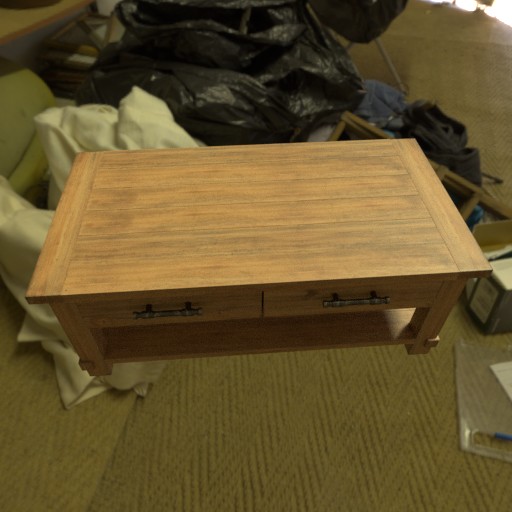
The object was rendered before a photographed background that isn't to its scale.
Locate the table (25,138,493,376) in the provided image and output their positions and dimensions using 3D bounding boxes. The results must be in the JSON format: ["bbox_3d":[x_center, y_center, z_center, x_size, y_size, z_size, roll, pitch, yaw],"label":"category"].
[{"bbox_3d":[0.000,0.000,1.603,1.270,0.494,0.693,-3,46,-3],"label":"table"}]
